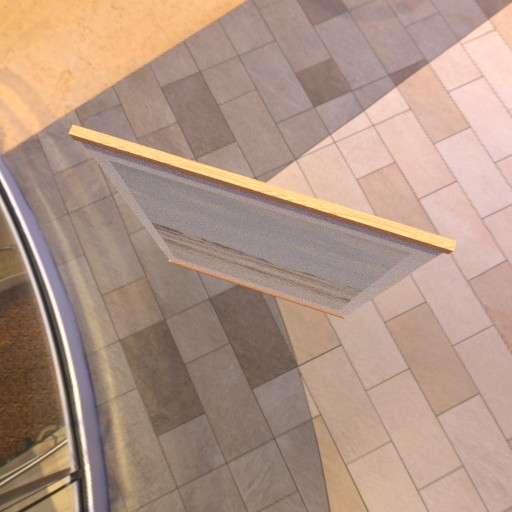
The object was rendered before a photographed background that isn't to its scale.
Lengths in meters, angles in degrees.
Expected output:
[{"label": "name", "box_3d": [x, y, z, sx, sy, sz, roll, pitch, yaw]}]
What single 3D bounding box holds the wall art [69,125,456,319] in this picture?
[{"label": "wall art", "box_3d": [0.000, 0.000, 1.302, 0.739, 1.016, 0.020, 18, 76, 5]}]
